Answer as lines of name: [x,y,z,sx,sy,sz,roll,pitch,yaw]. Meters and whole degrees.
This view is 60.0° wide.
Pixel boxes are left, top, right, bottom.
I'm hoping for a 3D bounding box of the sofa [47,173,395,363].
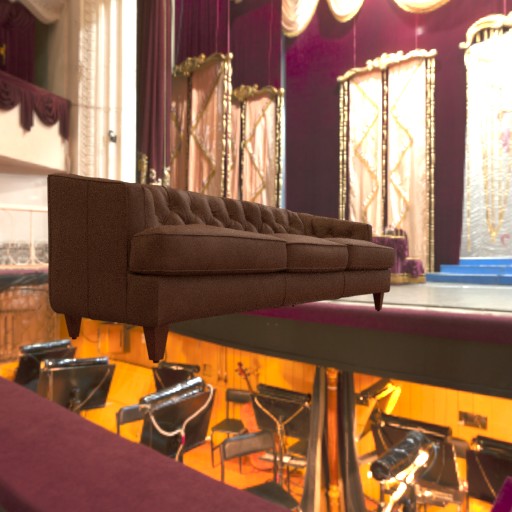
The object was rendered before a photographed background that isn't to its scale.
sofa: [0.000,0.000,2.605,0.927,0.787,2.227,-1,-1,37]
